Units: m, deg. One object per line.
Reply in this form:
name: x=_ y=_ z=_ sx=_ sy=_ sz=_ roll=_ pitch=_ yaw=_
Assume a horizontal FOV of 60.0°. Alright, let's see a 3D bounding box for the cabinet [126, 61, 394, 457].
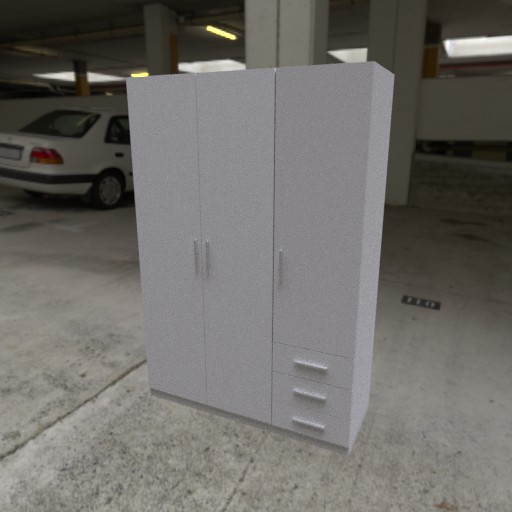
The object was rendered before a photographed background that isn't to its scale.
cabinet: x=0.000 y=0.000 z=2.522 sx=1.290 sy=1.910 sz=0.510 roll=7 pitch=17 yaw=25
